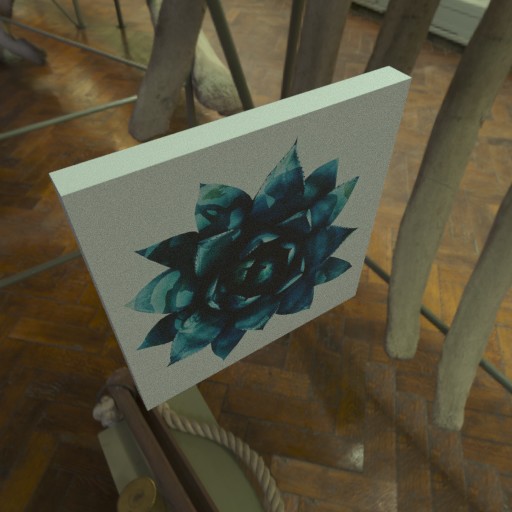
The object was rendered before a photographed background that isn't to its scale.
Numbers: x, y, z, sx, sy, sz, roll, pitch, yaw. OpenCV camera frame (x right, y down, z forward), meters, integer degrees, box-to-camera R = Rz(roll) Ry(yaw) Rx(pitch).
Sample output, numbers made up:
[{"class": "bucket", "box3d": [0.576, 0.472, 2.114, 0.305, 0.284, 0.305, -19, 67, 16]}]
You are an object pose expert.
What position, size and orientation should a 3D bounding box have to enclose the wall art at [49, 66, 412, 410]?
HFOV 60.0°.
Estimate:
[{"class": "wall art", "box3d": [0.000, 0.000, 0.599, 0.406, 0.406, 0.038, -25, 51, -22]}]
